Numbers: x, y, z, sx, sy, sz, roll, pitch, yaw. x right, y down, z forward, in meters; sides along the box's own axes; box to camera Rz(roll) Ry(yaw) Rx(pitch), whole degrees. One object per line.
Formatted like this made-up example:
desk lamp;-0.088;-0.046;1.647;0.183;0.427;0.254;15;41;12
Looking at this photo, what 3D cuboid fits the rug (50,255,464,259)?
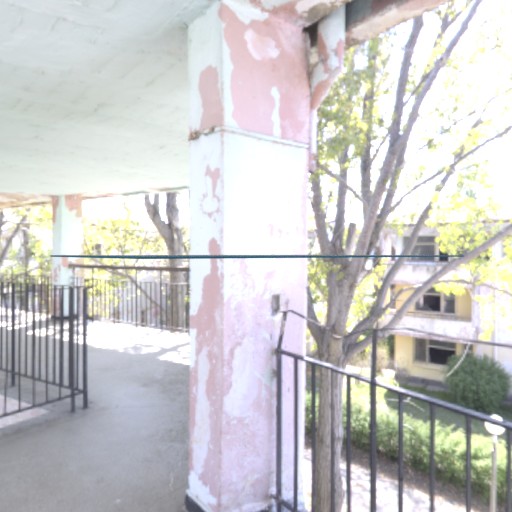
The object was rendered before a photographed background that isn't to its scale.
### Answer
rug;0.000;0.000;4.032;3.044;0.015;2.226;0;0;-35
